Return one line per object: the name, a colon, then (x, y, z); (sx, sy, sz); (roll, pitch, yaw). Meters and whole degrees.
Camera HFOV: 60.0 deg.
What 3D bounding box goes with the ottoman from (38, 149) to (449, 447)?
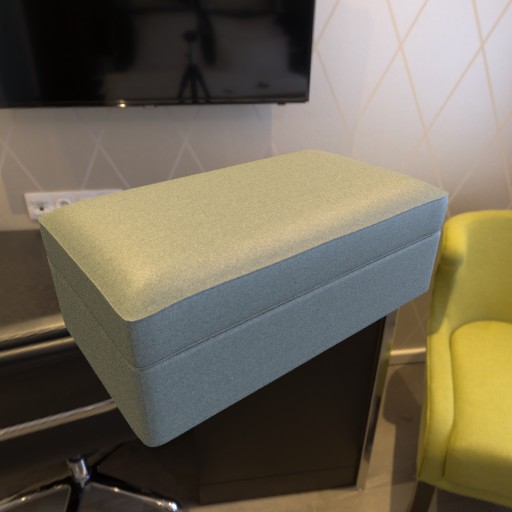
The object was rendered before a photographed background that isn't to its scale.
ottoman: (0.000, 0.000, 1.503); (1.173, 0.494, 0.681); (-20, 35, -33)
